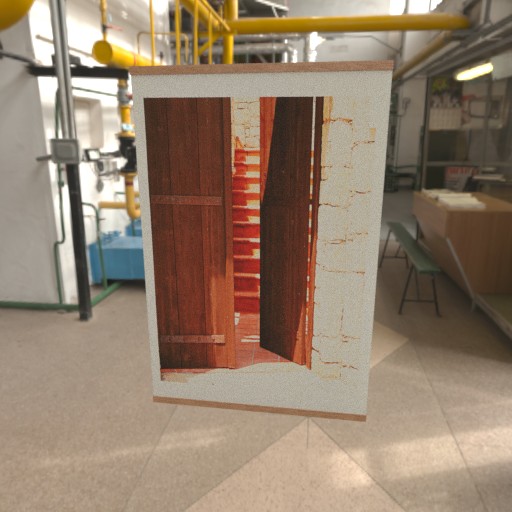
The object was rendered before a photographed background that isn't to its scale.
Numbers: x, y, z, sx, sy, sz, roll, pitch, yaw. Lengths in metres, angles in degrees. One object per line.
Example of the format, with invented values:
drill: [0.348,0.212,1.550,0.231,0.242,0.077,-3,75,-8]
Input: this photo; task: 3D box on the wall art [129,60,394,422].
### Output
wall art: [0.000,0.000,1.896,1.019,1.527,0.019,2,16,8]
